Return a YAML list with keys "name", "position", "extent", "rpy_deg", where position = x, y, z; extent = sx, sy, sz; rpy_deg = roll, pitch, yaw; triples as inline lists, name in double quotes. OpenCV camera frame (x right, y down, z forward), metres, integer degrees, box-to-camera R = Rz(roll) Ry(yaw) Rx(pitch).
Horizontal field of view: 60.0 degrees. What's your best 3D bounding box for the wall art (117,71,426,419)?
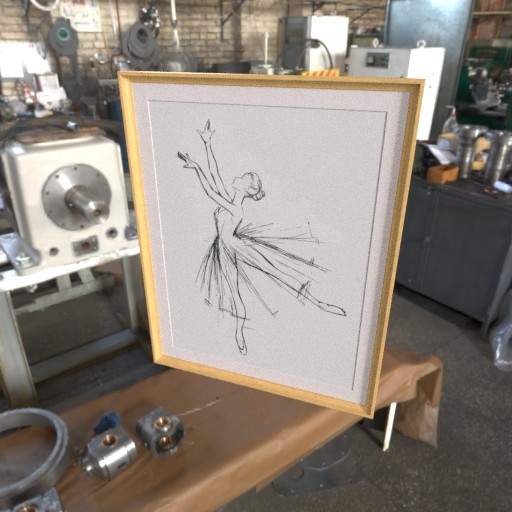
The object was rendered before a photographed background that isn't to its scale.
- name: "wall art"
  position: [0.000, 0.000, 1.320]
  extent: [0.798, 1.002, 0.030]
  rpy_deg: [9, 27, 18]
